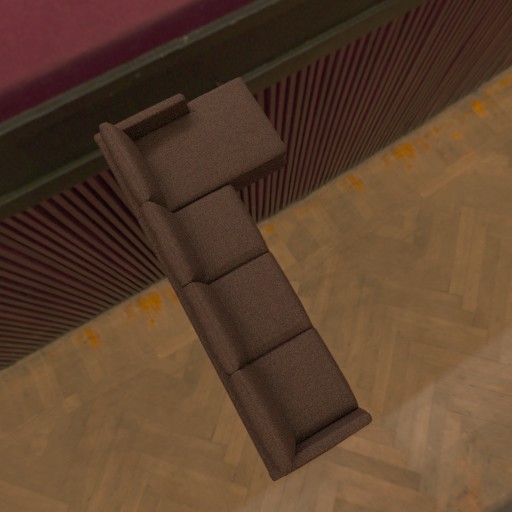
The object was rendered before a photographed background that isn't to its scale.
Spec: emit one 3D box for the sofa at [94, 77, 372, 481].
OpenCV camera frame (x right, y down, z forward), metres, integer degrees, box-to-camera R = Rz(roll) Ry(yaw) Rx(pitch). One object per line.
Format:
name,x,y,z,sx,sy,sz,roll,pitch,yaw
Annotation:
sofa,0.000,0.000,3.810,1.483,0.892,3.221,-29,79,-6
